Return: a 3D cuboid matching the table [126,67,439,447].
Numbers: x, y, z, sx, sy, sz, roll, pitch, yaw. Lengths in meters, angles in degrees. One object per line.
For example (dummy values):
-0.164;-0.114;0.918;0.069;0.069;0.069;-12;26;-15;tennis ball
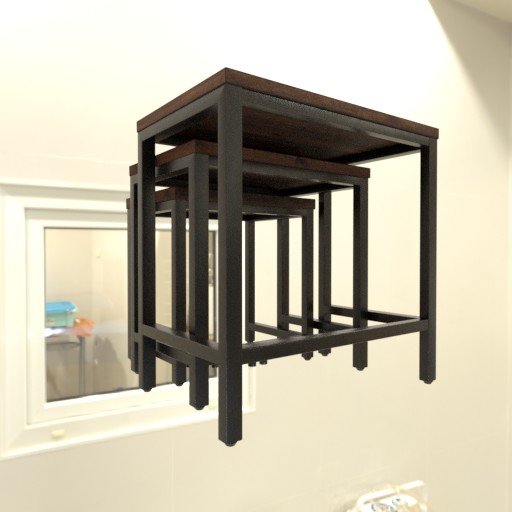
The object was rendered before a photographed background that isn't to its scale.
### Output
0.000;0.000;1.155;0.608;0.616;0.660;-1;1;-36;table
